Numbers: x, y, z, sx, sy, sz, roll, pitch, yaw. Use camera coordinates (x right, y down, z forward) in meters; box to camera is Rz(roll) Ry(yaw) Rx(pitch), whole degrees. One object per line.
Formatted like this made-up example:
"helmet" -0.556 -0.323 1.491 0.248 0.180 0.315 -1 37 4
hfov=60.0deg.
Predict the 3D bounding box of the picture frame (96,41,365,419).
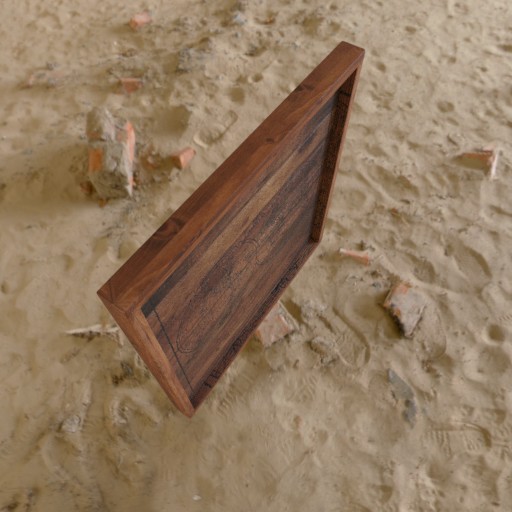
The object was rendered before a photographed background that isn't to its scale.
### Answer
"picture frame" 0.000 0.000 0.530 0.028 0.356 0.352 31 64 17
